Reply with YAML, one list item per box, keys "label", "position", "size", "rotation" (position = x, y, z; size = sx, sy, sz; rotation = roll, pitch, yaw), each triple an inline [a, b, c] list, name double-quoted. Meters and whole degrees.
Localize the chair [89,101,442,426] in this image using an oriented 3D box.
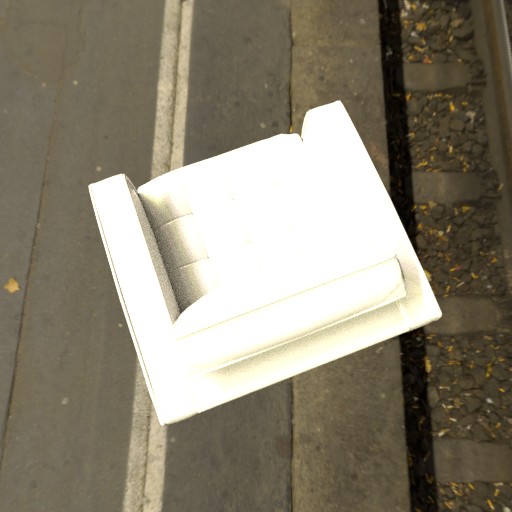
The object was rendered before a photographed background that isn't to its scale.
- label: "chair"
  position: [0.000, 0.000, 1.555]
  size: [0.928, 0.773, 0.843]
  rotation: [-20, 77, -5]
